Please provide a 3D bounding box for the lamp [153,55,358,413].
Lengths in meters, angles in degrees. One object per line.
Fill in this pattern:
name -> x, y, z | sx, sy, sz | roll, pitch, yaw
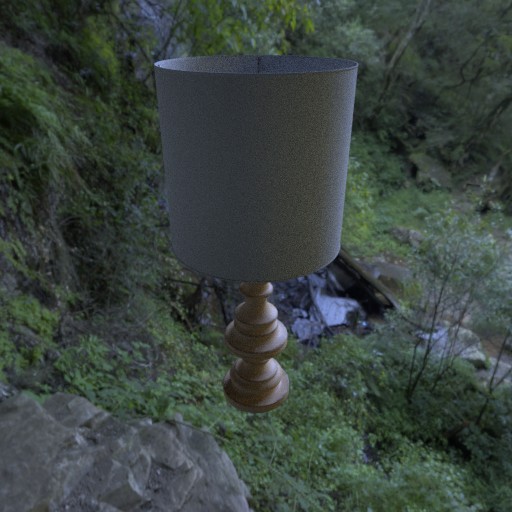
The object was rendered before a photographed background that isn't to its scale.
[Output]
lamp -> 0.000, 0.000, 0.567 | 0.208, 0.455, 0.208 | -9, 29, -16
